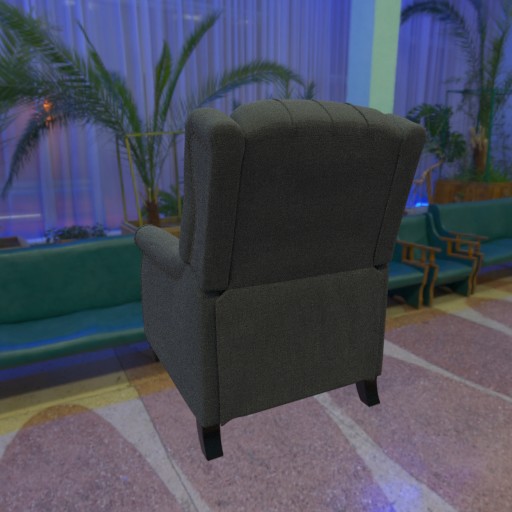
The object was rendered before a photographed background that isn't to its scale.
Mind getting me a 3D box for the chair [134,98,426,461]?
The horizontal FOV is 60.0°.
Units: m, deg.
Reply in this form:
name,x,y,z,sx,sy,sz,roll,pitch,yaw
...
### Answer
name,x,y,z,sx,sy,sz,roll,pitch,yaw
chair,0.000,0.000,1.622,0.742,1.035,0.898,-7,16,-26
